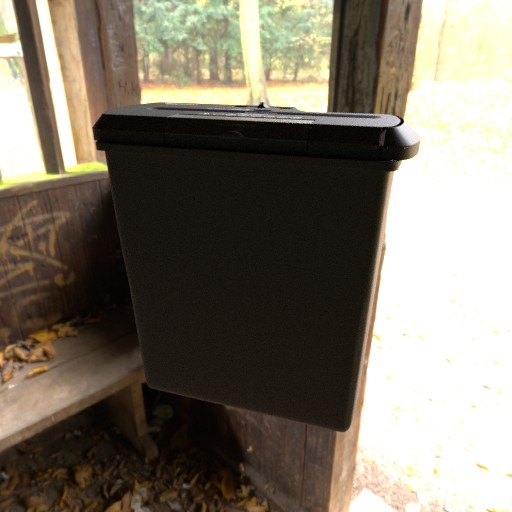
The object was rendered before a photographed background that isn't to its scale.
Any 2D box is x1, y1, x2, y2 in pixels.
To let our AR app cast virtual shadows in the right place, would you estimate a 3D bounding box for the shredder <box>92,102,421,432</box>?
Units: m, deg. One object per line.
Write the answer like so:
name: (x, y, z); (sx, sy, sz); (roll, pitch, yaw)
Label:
shredder: (0.000, 0.000, 0.518); (0.320, 0.335, 0.170); (8, 26, 16)
